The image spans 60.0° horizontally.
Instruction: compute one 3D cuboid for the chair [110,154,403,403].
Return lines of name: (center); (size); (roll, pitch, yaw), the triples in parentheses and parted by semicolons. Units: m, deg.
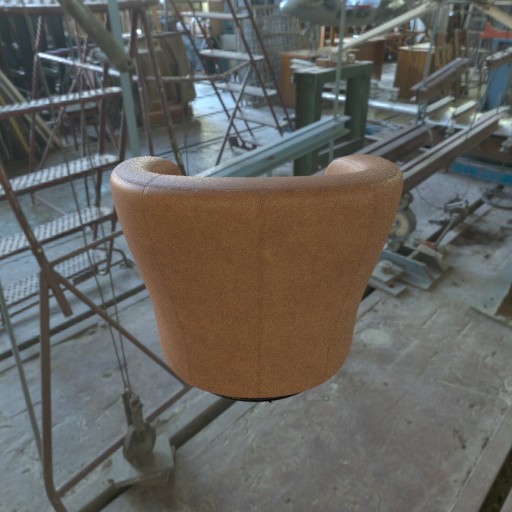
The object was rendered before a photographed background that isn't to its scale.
chair: (0.000, 0.000, 1.403); (0.791, 0.771, 0.815); (-1, 31, -1)
